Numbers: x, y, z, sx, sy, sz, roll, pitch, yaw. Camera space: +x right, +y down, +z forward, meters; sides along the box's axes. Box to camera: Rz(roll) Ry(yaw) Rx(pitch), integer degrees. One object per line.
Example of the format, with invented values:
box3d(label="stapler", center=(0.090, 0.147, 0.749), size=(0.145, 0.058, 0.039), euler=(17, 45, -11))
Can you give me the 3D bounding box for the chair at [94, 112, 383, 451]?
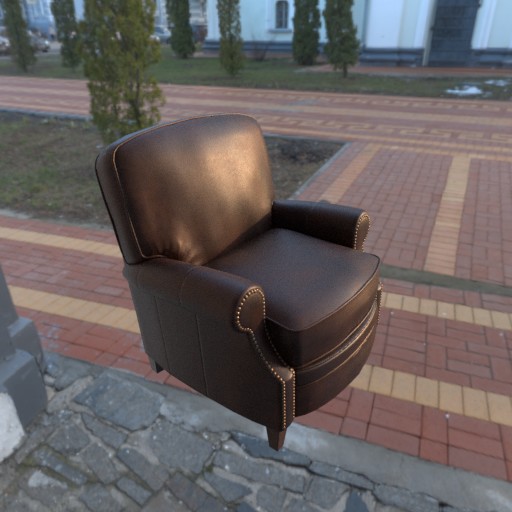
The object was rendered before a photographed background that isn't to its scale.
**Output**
box3d(label="chair", center=(0.000, 0.000, 1.788), size=(0.986, 1.018, 0.936), euler=(19, 33, 33))
